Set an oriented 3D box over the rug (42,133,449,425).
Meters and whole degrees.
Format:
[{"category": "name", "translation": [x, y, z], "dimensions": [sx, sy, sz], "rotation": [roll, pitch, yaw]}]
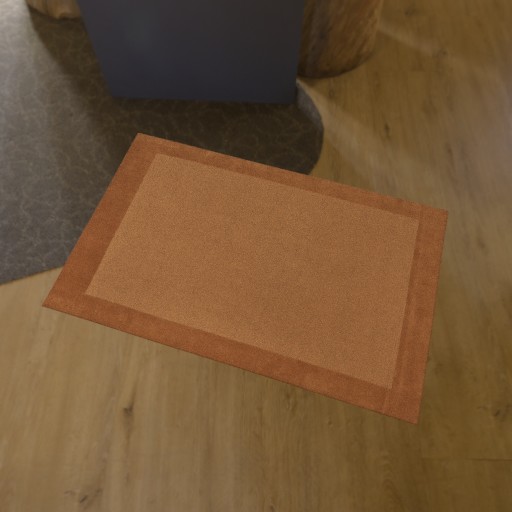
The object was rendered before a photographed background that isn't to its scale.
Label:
[{"category": "rug", "translation": [0.000, 0.000, 3.040], "dimensions": [2.438, 0.014, 1.524], "rotation": [16, 65, 8]}]
